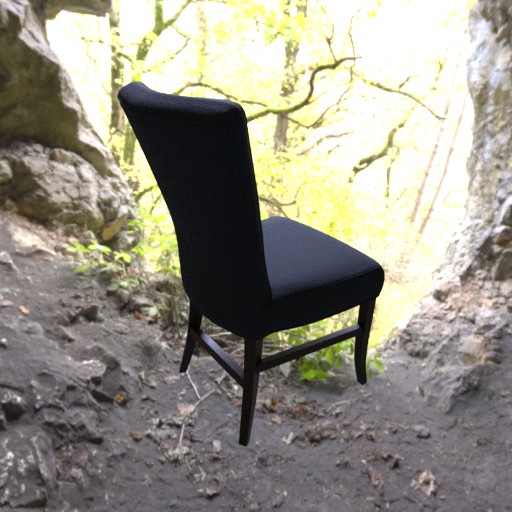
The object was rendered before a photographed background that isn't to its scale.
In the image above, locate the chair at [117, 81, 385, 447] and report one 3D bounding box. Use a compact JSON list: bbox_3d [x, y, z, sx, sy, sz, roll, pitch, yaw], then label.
[{"bbox_3d":[0.000,0.000,1.354,0.660,0.991,0.520,-19,33,-32],"label":"chair"}]
